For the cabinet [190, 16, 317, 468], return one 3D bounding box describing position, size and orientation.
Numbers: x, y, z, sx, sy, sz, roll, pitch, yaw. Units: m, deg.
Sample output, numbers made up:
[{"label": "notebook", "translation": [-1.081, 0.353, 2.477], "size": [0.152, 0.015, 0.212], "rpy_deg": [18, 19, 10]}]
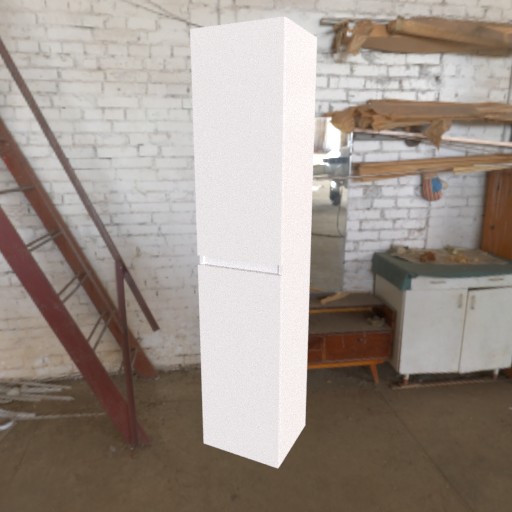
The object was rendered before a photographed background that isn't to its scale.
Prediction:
[{"label": "cabinet", "translation": [0.000, 0.000, 1.522], "size": [0.300, 1.400, 0.269], "rpy_deg": [7, 16, 25]}]
